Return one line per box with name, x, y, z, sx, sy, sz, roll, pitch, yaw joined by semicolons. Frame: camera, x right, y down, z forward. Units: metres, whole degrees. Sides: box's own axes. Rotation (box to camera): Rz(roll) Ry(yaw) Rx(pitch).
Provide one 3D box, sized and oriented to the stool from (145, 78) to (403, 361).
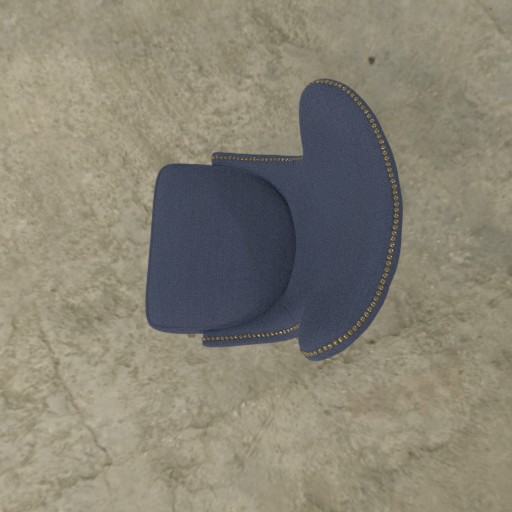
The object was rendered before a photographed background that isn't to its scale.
stool;0.000;0.000;1.348;0.597;0.972;0.615;1;77;0
